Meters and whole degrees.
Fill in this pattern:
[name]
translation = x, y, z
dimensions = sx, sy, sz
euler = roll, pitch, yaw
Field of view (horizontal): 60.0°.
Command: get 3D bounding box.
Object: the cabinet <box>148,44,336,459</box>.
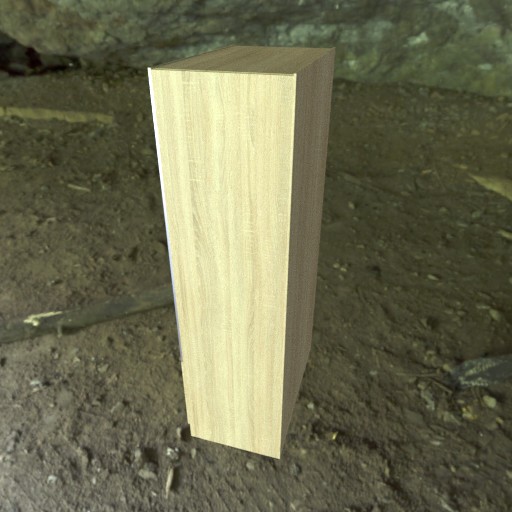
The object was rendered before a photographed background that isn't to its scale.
[cabinet]
translation = 0.000, 0.000, 2.559
dimensions = 0.590, 2.121, 1.001
euler = 9, 31, 14
